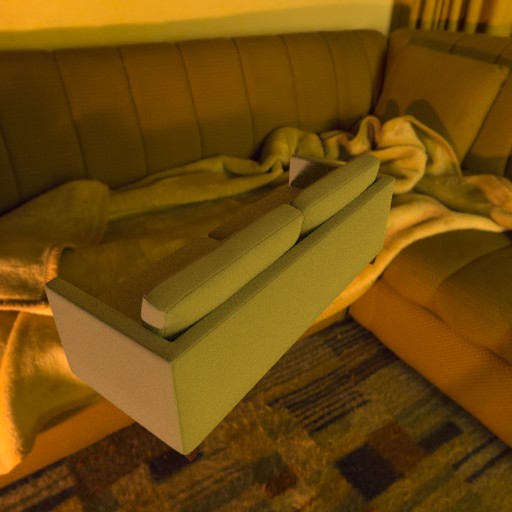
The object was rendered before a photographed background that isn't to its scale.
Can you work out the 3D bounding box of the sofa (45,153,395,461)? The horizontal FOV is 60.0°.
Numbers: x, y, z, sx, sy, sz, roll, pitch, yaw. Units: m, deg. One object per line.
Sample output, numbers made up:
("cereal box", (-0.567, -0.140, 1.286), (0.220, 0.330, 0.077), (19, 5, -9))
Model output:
("sofa", (0.000, 0.000, 2.973), (0.948, 0.965, 2.434), (21, 38, 30))
